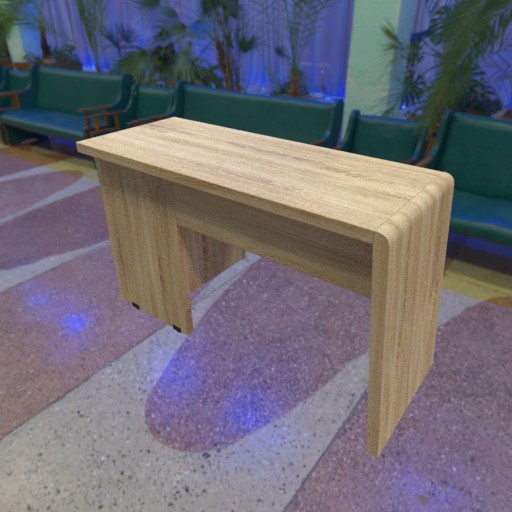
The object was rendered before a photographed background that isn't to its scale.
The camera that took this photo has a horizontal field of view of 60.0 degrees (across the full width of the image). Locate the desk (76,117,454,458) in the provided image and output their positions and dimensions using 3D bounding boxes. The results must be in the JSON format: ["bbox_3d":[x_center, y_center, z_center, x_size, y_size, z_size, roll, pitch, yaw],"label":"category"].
[{"bbox_3d":[0.000,0.000,1.664,1.300,0.750,0.500,21,36,31],"label":"desk"}]
